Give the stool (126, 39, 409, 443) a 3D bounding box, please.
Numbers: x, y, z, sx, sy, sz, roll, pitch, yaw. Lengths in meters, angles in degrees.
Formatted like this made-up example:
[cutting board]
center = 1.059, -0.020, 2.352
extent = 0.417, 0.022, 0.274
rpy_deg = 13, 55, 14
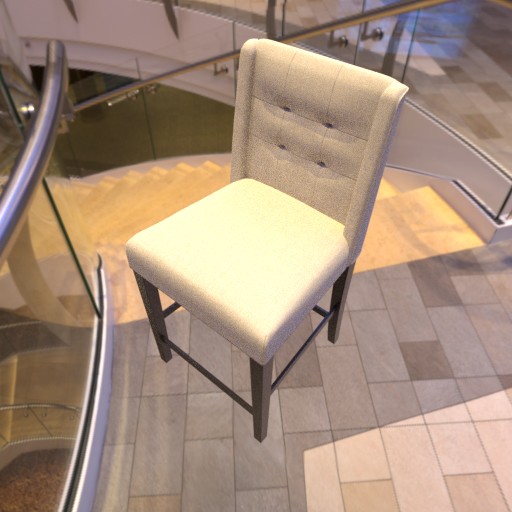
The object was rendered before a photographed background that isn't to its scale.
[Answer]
[stool]
center = 0.000, 0.000, 1.225
extent = 0.474, 0.939, 0.509
rpy_deg = 31, 53, 27
